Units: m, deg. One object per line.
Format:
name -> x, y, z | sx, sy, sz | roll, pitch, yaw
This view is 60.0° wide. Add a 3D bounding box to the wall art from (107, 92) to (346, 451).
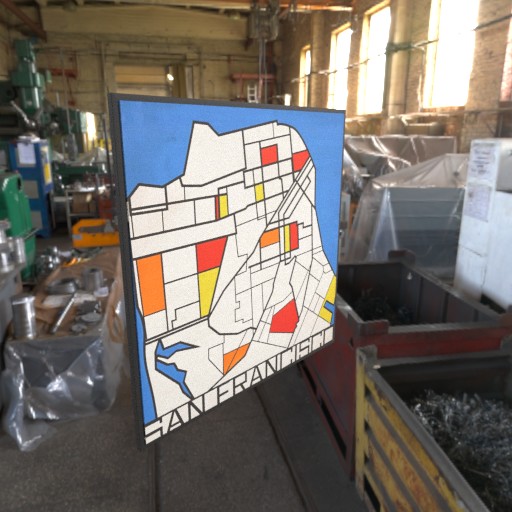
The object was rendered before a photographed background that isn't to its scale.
wall art -> 0.000, 0.000, 1.015 | 0.015, 0.663, 0.664 | 14, 21, 42
